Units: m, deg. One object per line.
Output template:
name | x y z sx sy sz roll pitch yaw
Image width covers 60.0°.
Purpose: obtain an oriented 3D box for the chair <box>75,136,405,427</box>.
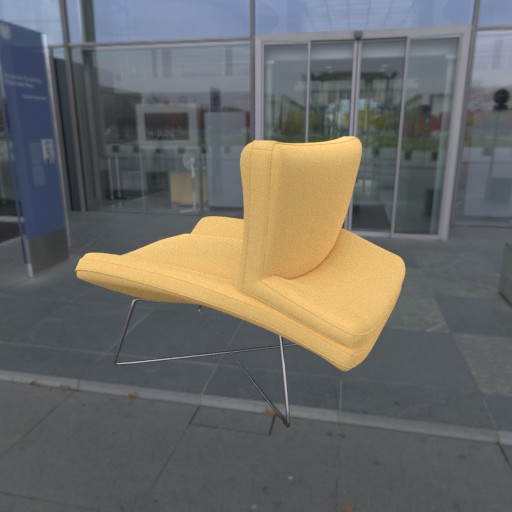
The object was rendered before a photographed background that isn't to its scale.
chair | 0.000 0.000 1.654 1.008 0.855 0.859 8 18 26
